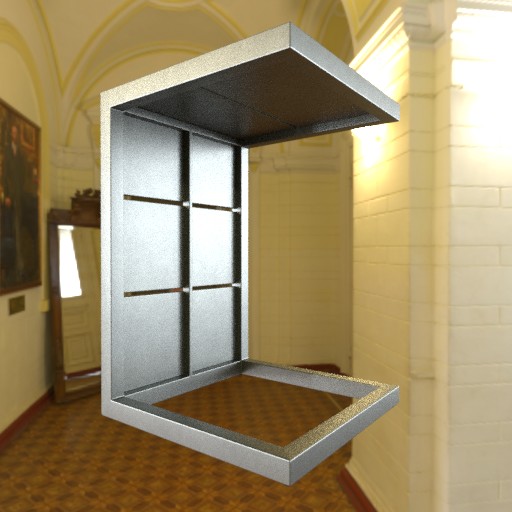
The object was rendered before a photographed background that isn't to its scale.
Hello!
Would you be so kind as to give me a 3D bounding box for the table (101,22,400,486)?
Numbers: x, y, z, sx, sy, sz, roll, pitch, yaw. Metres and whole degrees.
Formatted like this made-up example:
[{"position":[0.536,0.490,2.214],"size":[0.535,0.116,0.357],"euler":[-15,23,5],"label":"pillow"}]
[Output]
[{"position":[0.000,0.000,0.859],"size":[0.420,0.609,0.405],"euler":[0,1,37],"label":"table"}]
